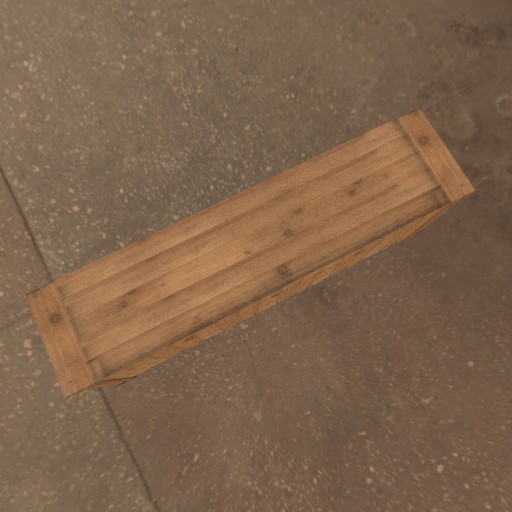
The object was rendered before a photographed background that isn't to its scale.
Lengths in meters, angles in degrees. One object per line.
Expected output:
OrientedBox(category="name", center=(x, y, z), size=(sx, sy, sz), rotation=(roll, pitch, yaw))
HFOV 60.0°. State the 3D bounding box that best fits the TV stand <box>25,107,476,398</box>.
OrientedBox(category="TV stand", center=(0.000, 0.000, 2.051), size=(1.804, 0.573, 0.453), rotation=(-26, 78, -6))
